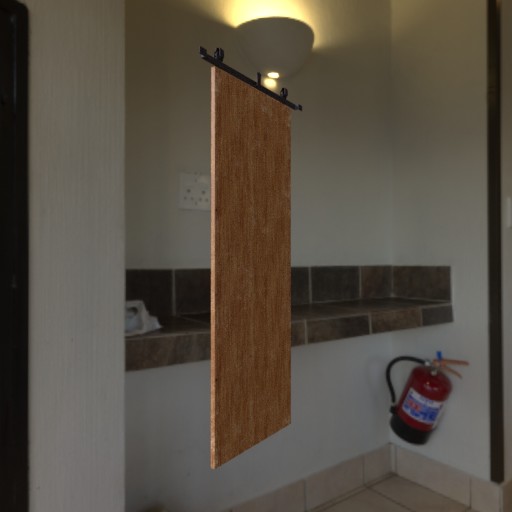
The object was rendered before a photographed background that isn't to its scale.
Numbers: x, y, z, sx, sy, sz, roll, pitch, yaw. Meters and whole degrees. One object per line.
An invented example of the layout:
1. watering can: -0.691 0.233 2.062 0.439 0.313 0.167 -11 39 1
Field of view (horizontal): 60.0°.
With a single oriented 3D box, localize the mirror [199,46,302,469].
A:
1. mirror: 0.000 0.000 2.129 0.042 1.793 0.847 0 -1 35
